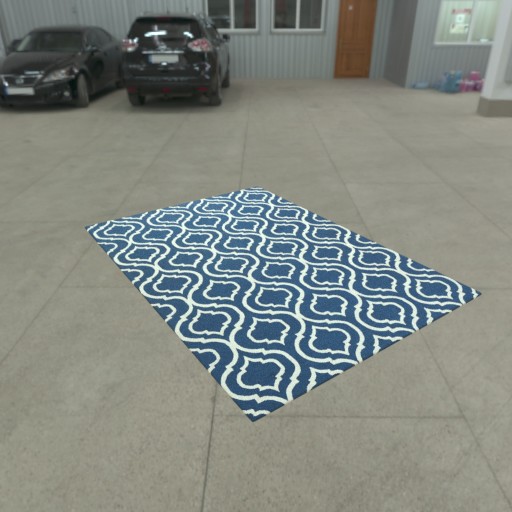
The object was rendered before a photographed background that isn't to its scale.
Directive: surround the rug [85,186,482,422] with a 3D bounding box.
[{"bbox_3d":[0.000,0.000,2.803,1.524,0.010,2.134,-18,33,-30],"label":"rug"}]
